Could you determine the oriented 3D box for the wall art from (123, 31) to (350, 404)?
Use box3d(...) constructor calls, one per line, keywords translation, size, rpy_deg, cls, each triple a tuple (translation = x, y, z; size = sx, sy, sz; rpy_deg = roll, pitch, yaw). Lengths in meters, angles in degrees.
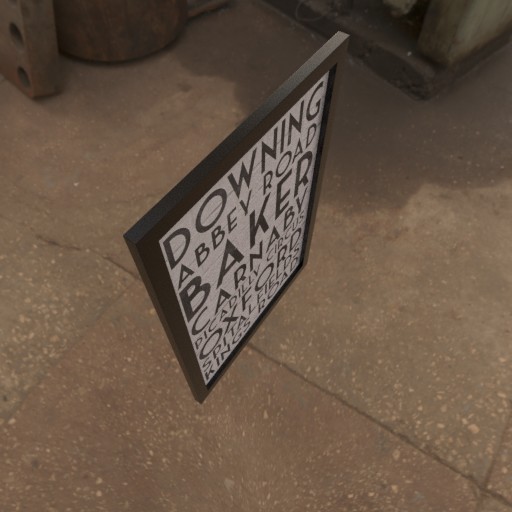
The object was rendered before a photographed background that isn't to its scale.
box3d(translation=(0.000, 0.000, 0.842), size=(0.019, 0.656, 0.462), rpy_deg=(31, 62, 18), cls="wall art")
